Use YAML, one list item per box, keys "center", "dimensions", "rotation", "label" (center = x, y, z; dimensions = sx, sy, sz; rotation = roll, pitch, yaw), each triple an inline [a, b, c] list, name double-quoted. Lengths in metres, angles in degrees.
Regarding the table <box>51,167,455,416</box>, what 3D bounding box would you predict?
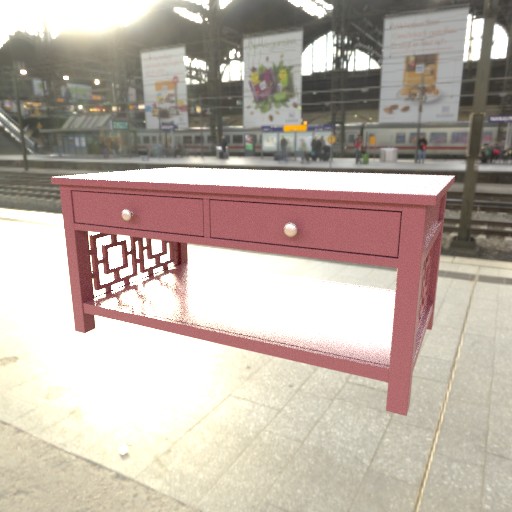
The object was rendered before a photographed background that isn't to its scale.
- center: [0.000, 0.000, 1.395]
  dimensions: [1.068, 0.493, 0.612]
  rotation: [7, 16, 26]
  label: "table"
